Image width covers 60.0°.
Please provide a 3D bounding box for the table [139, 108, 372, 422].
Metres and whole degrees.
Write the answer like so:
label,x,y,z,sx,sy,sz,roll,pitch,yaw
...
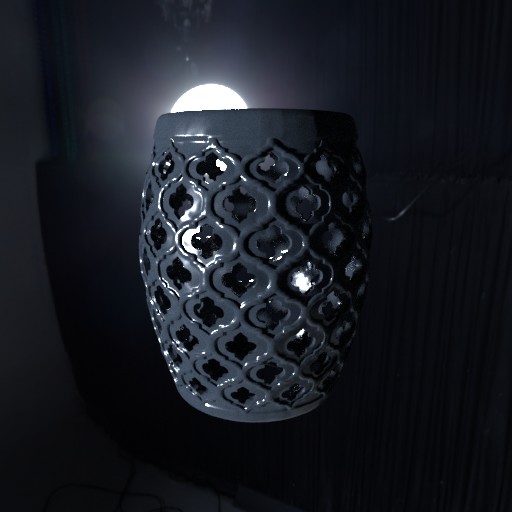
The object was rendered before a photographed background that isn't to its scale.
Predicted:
label,x,y,z,sx,sy,sz,roll,pitch,yaw
table,0.000,0.000,0.643,0.325,0.388,0.325,0,14,0
